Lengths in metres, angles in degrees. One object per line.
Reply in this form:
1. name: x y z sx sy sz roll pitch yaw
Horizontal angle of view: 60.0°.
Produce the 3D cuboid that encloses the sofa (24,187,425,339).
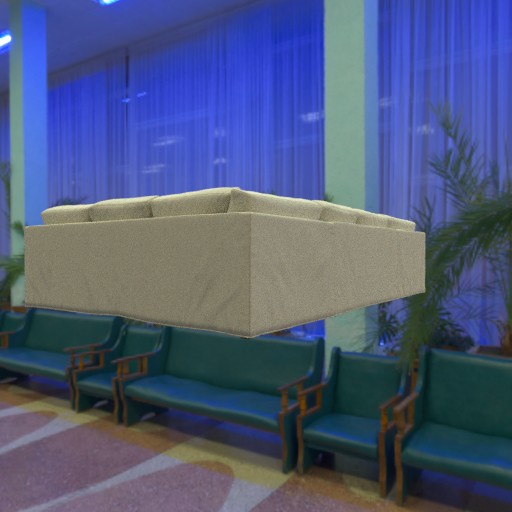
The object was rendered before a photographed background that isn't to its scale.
1. sofa: 0.000 0.000 4.480 2.448 0.882 3.464 0 1 35
